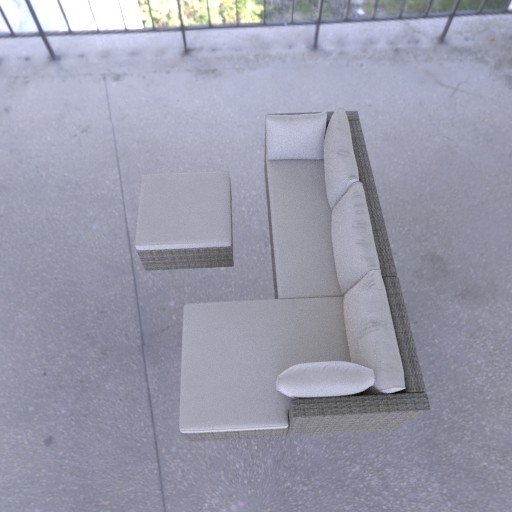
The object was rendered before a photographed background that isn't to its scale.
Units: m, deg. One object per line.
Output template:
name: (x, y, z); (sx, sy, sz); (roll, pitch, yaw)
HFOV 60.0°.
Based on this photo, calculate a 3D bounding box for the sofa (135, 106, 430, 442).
sofa: (0.000, 0.000, 2.986); (1.662, 0.766, 2.192); (-3, 59, -2)
